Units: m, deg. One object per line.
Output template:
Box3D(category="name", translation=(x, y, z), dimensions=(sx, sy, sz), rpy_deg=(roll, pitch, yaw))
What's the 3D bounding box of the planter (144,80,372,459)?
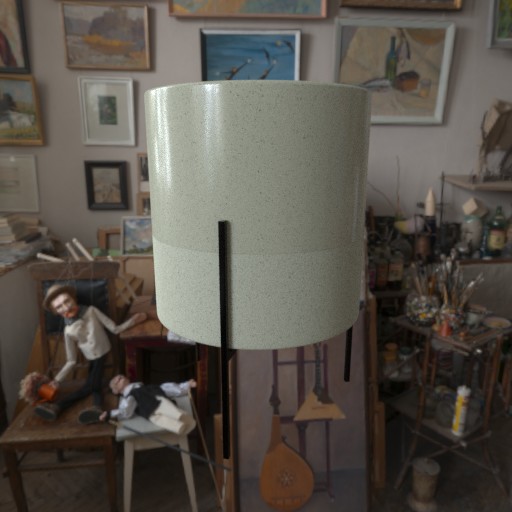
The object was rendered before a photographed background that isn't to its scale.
Box3D(category="planter", translation=(0.000, 0.000, 0.690), dimensions=(0.314, 0.475, 0.323), rpy_deg=(-14, 20, -43))
